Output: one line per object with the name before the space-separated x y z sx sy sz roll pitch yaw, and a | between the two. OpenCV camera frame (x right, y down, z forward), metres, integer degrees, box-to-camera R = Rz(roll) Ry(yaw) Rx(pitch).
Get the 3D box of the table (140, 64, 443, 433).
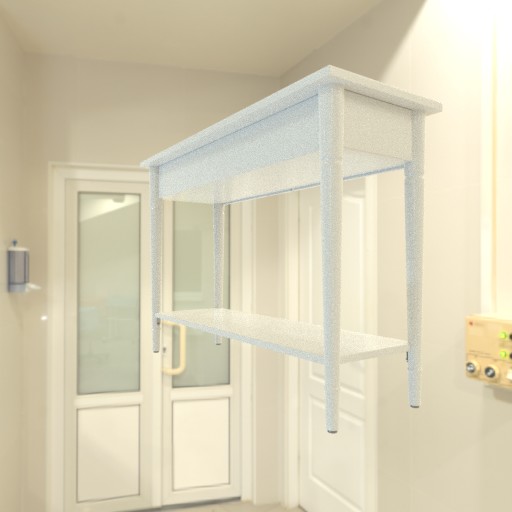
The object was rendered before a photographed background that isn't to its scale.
table | 0.000 0.000 1.418 0.381 0.749 1.067 0 -1 -34
